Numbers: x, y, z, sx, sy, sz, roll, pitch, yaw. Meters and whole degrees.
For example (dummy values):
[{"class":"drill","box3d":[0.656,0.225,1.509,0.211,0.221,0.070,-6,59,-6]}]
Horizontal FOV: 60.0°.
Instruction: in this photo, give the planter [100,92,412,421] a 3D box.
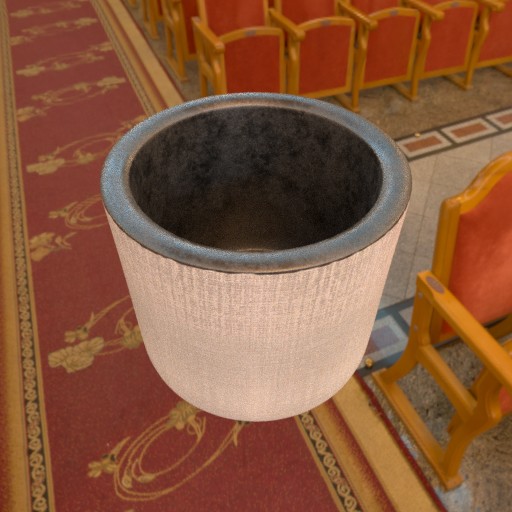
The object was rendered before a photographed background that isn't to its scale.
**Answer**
[{"class":"planter","box3d":[0.000,0.000,0.218,0.125,0.112,0.125,0,45,0]}]
